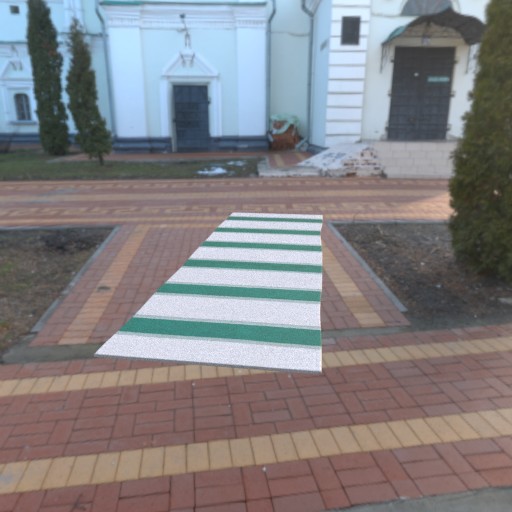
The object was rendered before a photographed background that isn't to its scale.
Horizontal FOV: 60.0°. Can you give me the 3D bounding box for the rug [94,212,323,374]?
[{"bbox_3d":[0.000,0.000,2.599,0.768,0.012,2.438,2,17,8],"label":"rug"}]
